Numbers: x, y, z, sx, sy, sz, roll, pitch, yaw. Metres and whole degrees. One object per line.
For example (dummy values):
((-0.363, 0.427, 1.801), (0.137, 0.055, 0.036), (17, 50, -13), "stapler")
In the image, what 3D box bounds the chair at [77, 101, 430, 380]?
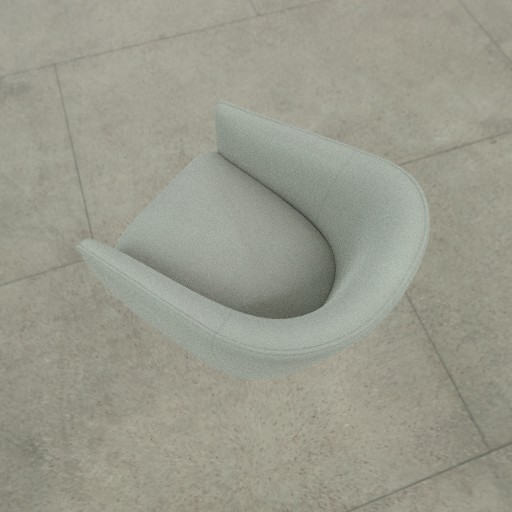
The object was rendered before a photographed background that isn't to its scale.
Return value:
((0.000, 0.000, 1.474), (0.875, 0.799, 0.747), (32, 68, 15), "chair")
